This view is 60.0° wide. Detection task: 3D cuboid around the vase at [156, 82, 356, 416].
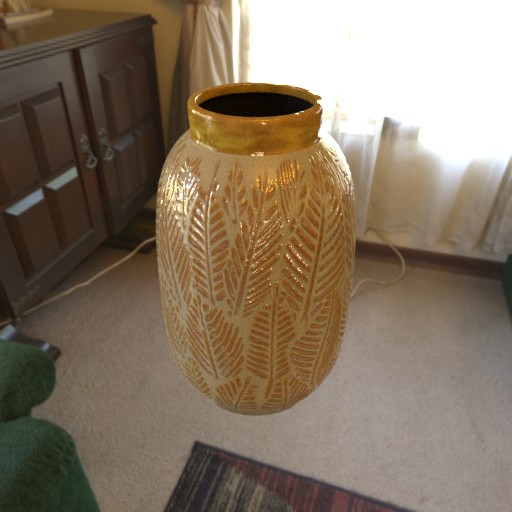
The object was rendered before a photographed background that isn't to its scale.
[{"bbox_3d":[0.000,0.000,0.389,0.172,0.270,0.172,0,35,0],"label":"vase"}]
